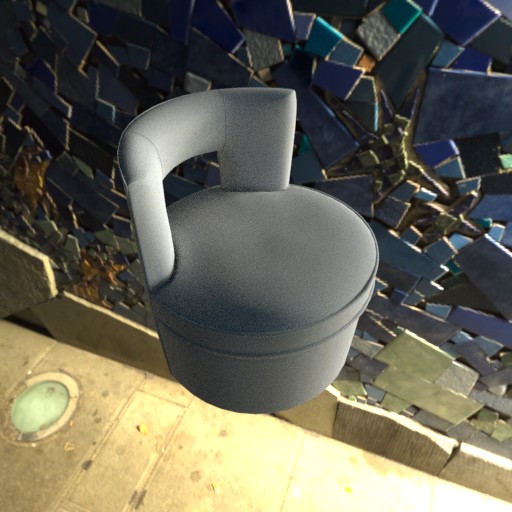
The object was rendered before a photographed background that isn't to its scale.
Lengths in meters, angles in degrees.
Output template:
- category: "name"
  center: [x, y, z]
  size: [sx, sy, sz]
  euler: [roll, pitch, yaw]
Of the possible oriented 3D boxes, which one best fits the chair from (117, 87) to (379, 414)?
- category: "chair"
  center: [0.000, 0.000, 1.244]
  size: [0.665, 0.723, 0.650]
  euler: [26, 48, 26]
